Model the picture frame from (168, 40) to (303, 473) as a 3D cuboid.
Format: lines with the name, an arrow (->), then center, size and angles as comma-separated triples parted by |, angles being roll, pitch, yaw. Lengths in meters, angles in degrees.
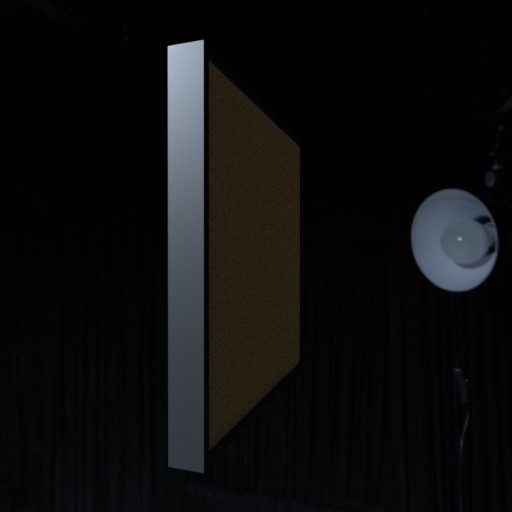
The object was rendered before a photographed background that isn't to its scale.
picture frame -> 0.000, 0.000, 0.479 | 0.030, 0.317, 0.317 | 0, 0, 19
